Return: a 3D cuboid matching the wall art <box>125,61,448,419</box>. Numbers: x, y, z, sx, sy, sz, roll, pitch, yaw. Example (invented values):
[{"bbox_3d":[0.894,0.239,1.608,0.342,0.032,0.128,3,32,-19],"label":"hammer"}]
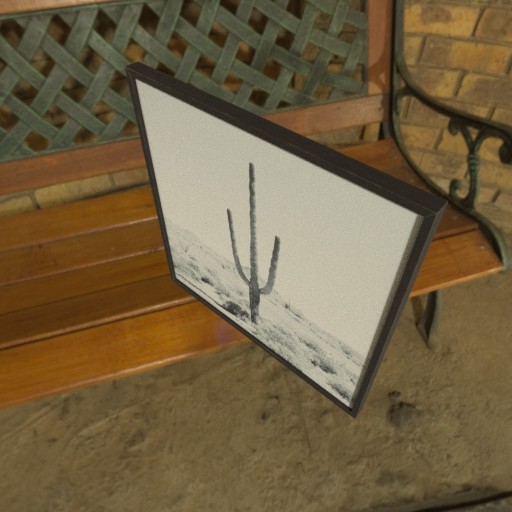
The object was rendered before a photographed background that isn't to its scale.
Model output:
[{"bbox_3d":[0.000,0.000,1.131,0.762,0.762,0.038,33,55,26],"label":"wall art"}]
